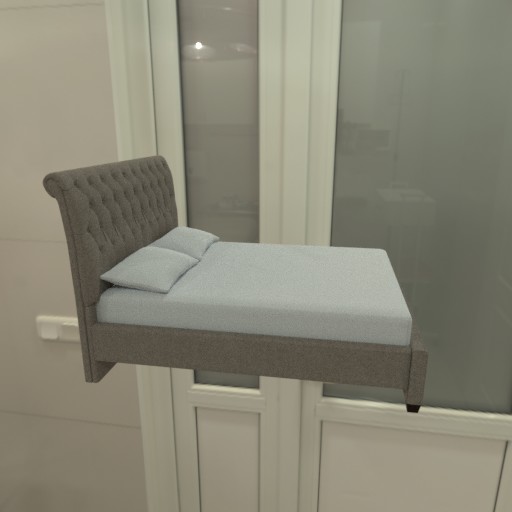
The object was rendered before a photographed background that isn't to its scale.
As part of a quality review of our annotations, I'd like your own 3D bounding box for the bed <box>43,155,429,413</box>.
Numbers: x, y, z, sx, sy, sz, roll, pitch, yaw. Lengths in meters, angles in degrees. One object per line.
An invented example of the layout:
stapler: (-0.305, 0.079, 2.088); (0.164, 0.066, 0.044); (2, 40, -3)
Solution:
bed: (0.000, 0.000, 3.351); (2.252, 1.371, 1.645); (3, 17, 10)
